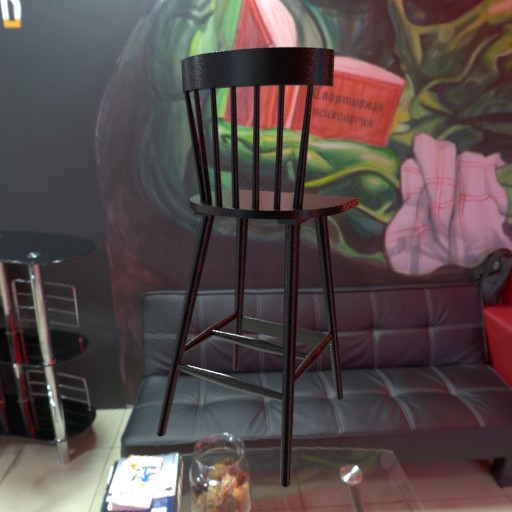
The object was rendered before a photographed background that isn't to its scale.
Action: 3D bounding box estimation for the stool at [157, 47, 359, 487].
[{"bbox_3d":[0.000,0.000,1.326,0.482,1.092,0.483,8,17,27],"label":"stool"}]
